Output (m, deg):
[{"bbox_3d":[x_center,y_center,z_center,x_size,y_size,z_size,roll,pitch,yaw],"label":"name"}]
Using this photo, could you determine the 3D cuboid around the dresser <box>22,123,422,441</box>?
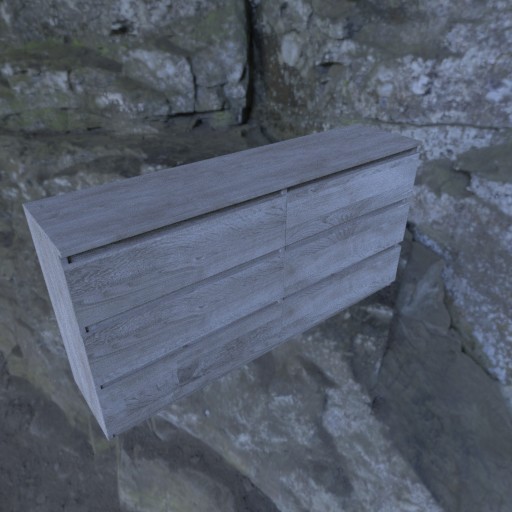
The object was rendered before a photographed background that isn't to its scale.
[{"bbox_3d":[0.000,0.000,1.901,1.590,0.795,0.390,-22,38,-32],"label":"dresser"}]
